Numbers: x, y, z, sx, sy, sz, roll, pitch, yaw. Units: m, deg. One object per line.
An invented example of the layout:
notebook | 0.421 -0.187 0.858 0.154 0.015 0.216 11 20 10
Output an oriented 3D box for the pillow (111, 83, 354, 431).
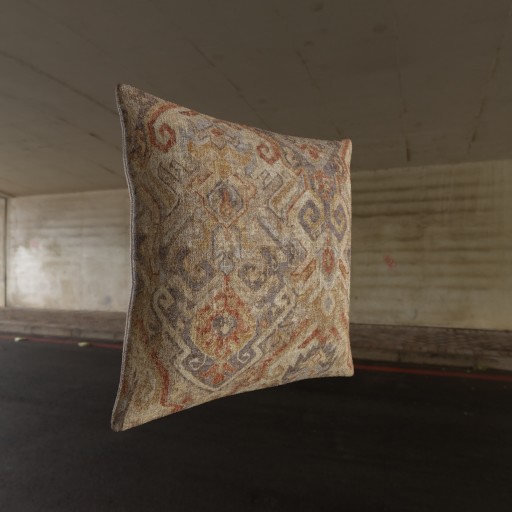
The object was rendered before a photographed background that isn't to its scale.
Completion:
pillow | 0.000 0.000 0.795 0.523 0.506 0.166 0 -1 -37
